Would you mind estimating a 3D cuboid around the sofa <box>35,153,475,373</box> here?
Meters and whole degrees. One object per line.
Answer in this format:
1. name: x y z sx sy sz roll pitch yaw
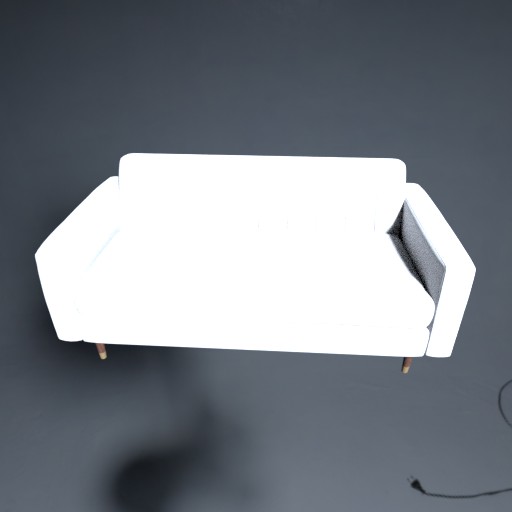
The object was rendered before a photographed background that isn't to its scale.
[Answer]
1. sofa: 0.000 0.000 2.370 1.895 0.814 0.969 2 31 3
